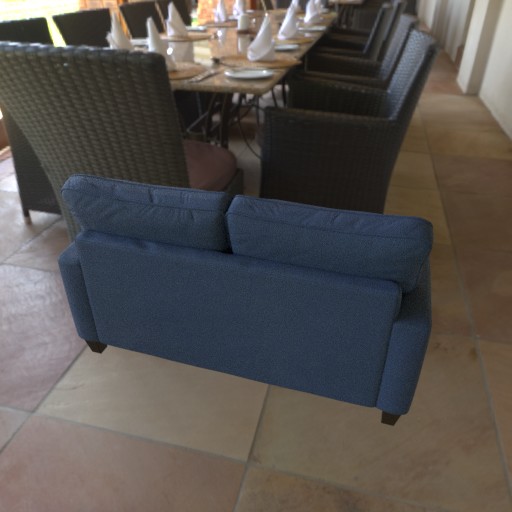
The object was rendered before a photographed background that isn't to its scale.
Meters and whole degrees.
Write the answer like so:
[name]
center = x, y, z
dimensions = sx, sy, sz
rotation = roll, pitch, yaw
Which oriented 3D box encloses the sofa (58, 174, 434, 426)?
[sofa]
center = 0.000, 0.000, 2.241
dimensions = 1.651, 0.965, 0.965
rotation = 9, 34, 15
